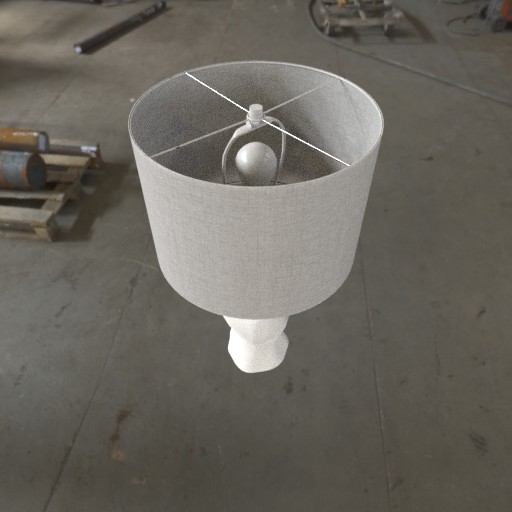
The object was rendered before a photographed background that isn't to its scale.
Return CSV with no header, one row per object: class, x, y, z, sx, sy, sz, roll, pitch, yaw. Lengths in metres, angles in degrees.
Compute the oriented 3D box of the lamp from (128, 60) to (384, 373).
lamp,0.000,0.000,0.703,0.298,0.503,0.298,-32,53,-27
